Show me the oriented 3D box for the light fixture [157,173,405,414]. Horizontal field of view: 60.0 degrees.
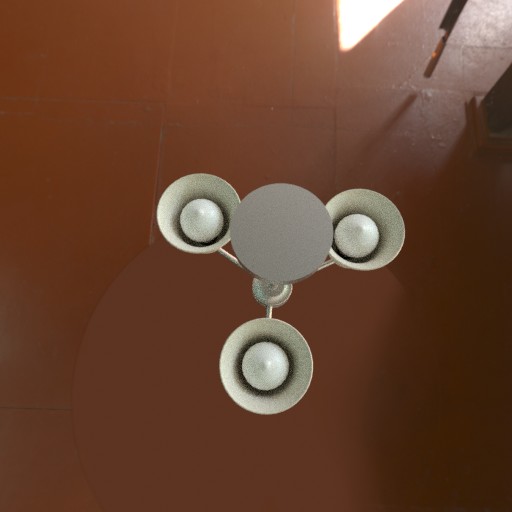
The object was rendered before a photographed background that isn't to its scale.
[{"bbox_3d":[0.000,0.000,0.699,0.354,0.370,0.388,35,77,9],"label":"light fixture"}]
